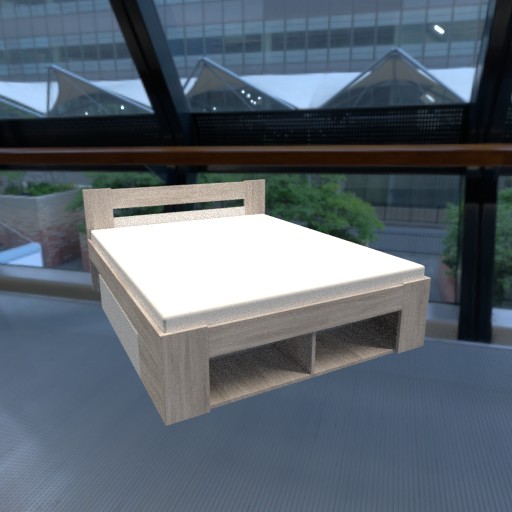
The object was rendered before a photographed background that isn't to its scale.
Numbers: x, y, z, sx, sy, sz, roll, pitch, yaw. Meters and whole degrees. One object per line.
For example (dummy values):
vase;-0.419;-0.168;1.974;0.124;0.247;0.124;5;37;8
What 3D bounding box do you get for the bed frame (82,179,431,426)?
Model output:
bed frame;0.000;0.000;3.244;2.040;0.860;2.050;-8;18;-27
